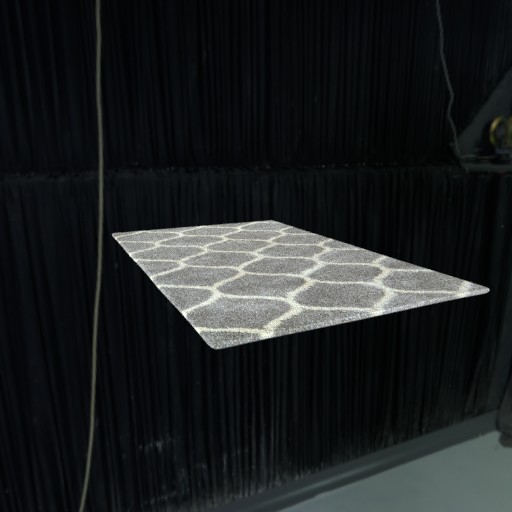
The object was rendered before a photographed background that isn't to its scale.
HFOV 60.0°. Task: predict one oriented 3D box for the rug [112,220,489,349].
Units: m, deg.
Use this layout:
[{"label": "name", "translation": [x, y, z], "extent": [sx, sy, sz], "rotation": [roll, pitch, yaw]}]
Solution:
[{"label": "rug", "translation": [0.000, 0.000, 2.945], "extent": [1.501, 0.025, 2.348], "rotation": [-7, 16, -25]}]
